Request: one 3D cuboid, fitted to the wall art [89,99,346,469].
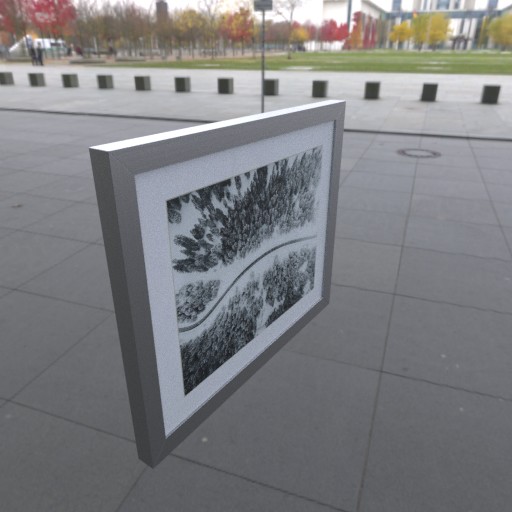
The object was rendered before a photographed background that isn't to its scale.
[{"bbox_3d":[0.000,0.000,0.755,0.032,0.456,0.557,17,30,31],"label":"wall art"}]
